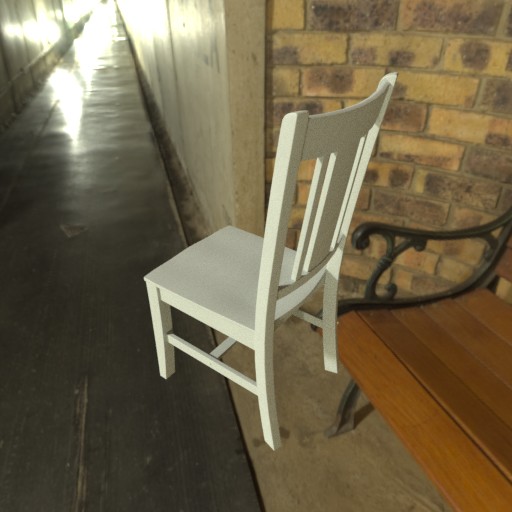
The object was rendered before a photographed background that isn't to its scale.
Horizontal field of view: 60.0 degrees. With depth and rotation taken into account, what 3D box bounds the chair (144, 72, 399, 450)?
[{"bbox_3d":[0.000,0.000,1.295,0.555,0.998,0.450,22,39,30],"label":"chair"}]
